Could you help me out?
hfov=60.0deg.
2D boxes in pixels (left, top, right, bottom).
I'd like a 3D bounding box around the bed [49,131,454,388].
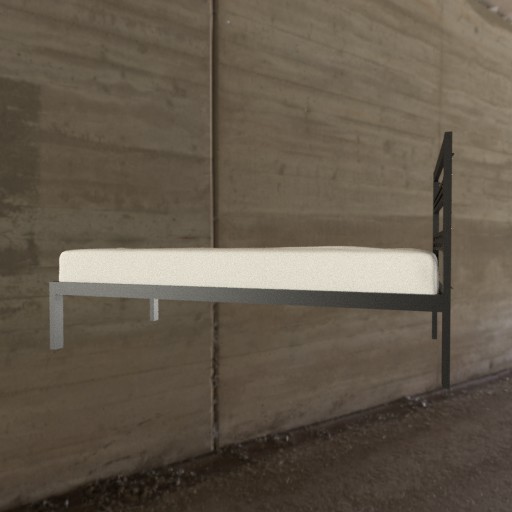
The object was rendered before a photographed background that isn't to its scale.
[{"bbox_3d":[0.000,0.000,2.449,1.930,0.967,0.991,0,1,19],"label":"bed"}]
